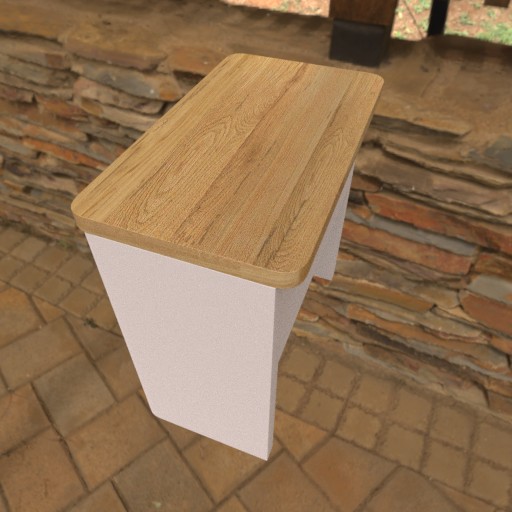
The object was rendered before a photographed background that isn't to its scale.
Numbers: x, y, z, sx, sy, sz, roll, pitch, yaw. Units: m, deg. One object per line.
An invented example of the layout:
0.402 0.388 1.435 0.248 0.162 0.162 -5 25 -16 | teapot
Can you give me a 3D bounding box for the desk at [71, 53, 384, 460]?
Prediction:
0.000 0.000 1.251 0.440 0.790 0.760 16 48 15 | desk
